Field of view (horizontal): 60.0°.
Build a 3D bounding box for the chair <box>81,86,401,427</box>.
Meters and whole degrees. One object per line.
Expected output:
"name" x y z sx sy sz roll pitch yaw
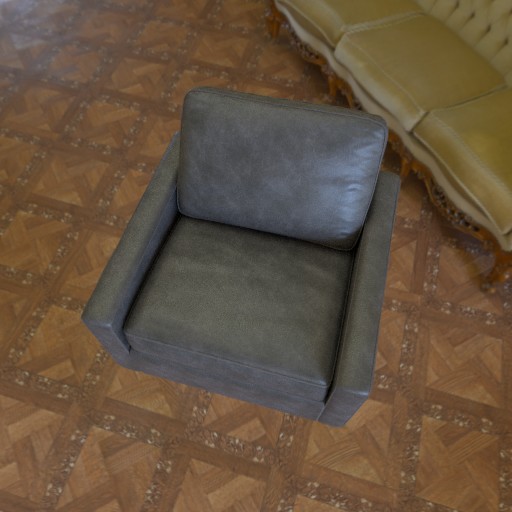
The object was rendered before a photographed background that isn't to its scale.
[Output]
"chair" 0.000 0.000 1.748 1.006 0.916 0.939 13 60 8
